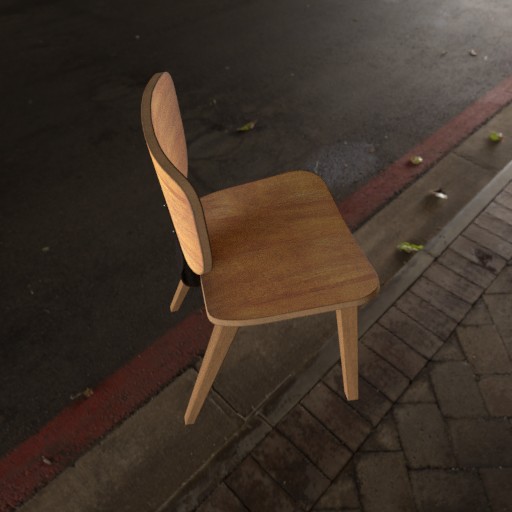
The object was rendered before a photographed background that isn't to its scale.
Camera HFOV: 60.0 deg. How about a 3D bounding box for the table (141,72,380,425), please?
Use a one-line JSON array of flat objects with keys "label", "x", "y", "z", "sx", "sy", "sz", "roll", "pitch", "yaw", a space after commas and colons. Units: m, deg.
[{"label": "table", "x": 0.000, "y": 0.000, "z": 1.116, "sx": 0.500, "sy": 0.805, "sz": 0.499, "roll": -10, "pitch": 47, "yaw": -9}]
